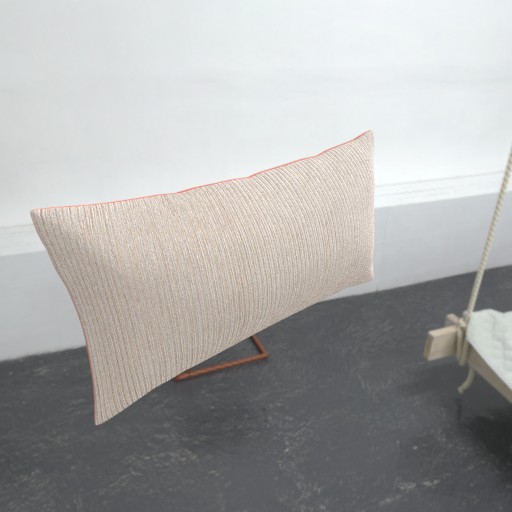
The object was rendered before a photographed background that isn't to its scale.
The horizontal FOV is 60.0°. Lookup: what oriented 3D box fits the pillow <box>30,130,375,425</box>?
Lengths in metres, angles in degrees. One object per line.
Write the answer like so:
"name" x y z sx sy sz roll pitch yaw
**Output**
"pillow" 0.000 0.000 0.718 0.608 0.307 0.155 -22 36 -33
